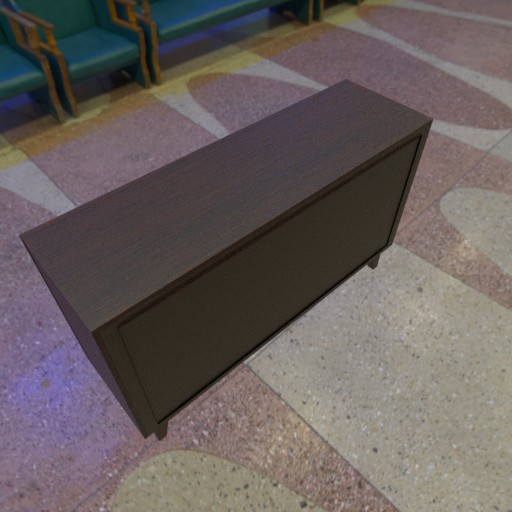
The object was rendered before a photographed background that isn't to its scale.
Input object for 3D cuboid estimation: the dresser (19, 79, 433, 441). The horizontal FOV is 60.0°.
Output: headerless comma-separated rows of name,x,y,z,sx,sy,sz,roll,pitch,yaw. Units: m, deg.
dresser,0.000,0.000,2.023,1.609,0.971,0.499,-33,56,-27
